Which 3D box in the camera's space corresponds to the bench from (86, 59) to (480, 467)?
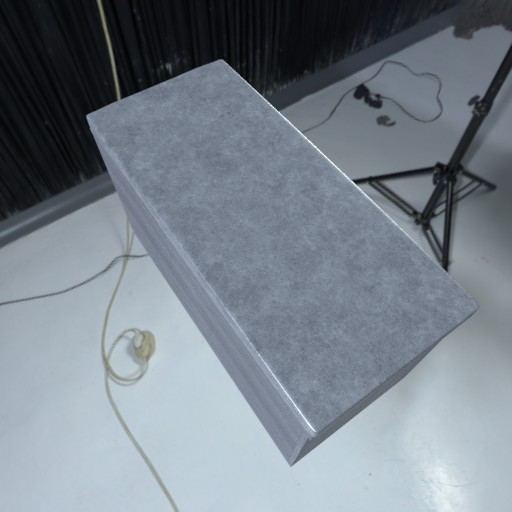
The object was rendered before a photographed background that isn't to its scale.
[{"bbox_3d":[0.000,0.000,1.166,0.401,0.501,0.905,-31,63,-17],"label":"bench"}]
